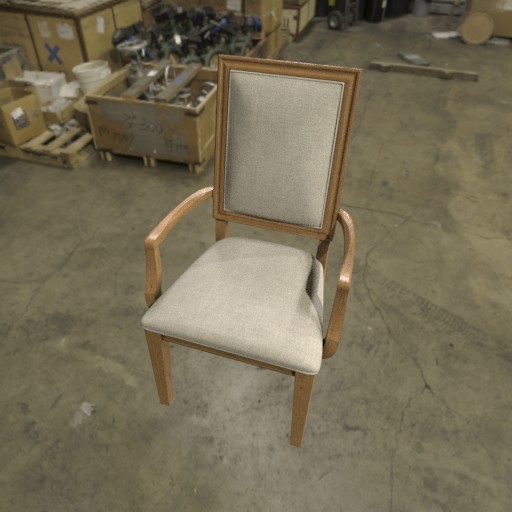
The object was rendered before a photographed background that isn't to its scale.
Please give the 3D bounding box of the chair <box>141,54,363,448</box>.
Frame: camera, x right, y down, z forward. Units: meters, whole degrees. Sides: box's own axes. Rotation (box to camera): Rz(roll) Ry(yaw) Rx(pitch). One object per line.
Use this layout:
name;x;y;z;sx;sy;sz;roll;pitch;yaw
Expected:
chair;0.000;0.000;1.370;0.606;0.990;0.602;12;42;14
